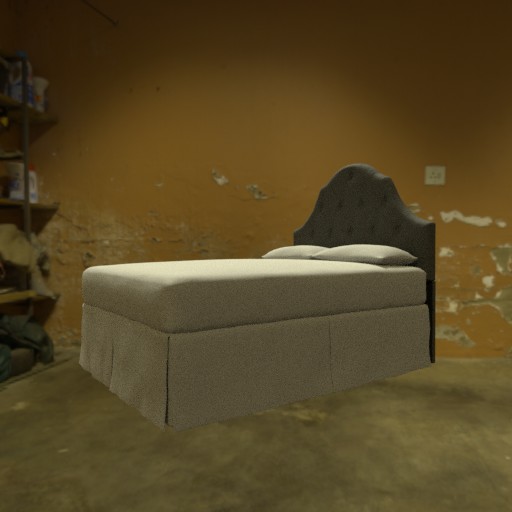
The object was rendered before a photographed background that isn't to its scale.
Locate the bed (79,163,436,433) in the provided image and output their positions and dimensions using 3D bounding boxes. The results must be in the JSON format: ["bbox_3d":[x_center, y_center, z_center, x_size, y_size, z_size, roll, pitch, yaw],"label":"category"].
[{"bbox_3d":[0.000,0.000,3.244,2.155,1.575,1.636,-1,1,-35],"label":"bed"}]
